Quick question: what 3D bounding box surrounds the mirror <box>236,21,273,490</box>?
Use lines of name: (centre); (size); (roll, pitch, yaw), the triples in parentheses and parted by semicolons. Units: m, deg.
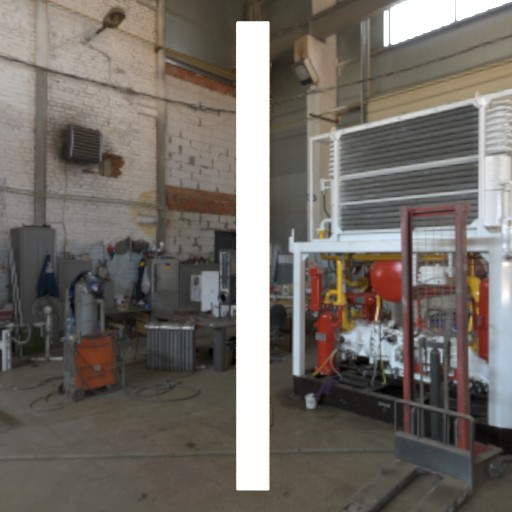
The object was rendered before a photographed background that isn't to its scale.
mirror: (0.000, 0.000, 0.682); (0.041, 0.508, 0.405); (0, 0, 0)
